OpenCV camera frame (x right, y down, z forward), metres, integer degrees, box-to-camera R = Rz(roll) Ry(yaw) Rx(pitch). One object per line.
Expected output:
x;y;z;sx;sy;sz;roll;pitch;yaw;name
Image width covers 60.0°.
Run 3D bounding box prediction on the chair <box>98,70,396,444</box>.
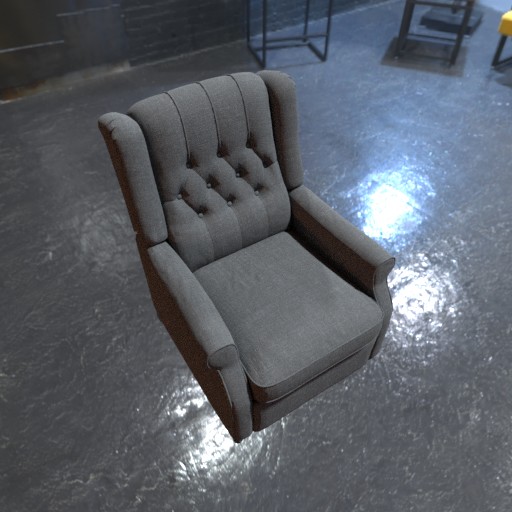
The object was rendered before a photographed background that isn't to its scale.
0.000;0.000;1.620;0.742;1.035;0.898;-25;51;-22;chair
